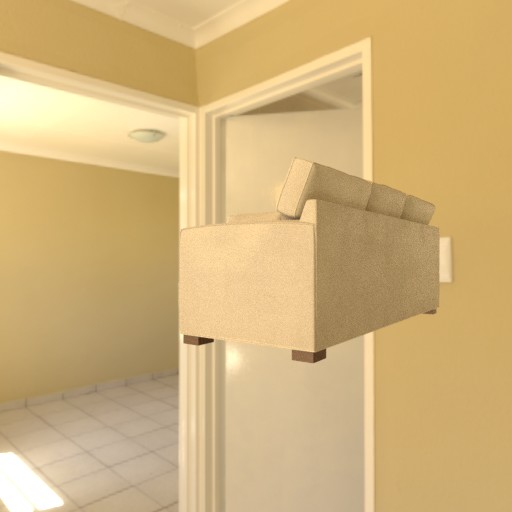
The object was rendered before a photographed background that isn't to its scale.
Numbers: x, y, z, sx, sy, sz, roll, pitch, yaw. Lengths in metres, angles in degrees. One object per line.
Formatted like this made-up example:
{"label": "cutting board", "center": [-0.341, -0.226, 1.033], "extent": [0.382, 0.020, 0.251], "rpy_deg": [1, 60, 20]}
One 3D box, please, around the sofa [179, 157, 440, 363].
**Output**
{"label": "sofa", "center": [0.000, 0.000, 3.399], "extent": [2.182, 0.939, 2.189], "rpy_deg": [0, 0, 35]}
